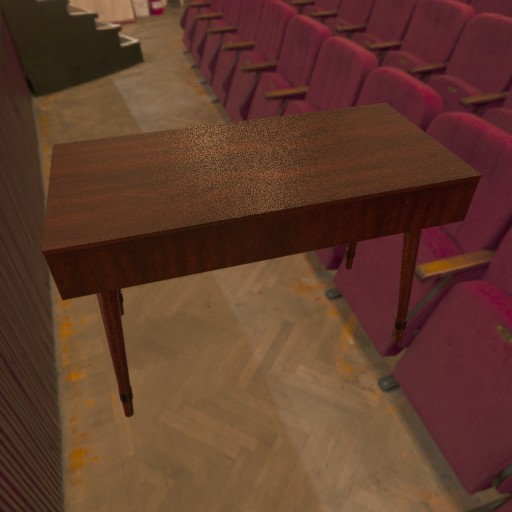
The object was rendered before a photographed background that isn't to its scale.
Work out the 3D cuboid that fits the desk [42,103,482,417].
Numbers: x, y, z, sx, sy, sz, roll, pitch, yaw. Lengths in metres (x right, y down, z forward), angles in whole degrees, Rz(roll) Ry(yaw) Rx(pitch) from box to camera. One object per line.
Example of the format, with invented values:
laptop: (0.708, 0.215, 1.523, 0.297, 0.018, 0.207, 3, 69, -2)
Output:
desk: (0.000, 0.000, 2.116, 1.577, 1.031, 0.734, -11, 42, -13)
